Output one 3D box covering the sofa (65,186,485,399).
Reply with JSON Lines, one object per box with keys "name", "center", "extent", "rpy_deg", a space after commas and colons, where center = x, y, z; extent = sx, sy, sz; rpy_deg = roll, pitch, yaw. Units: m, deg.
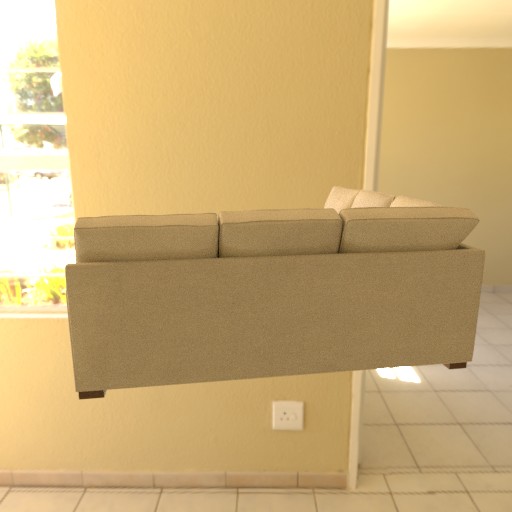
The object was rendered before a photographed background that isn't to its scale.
{"name": "sofa", "center": [0.000, 0.000, 3.336], "extent": [2.189, 0.939, 2.182], "rpy_deg": [-2, 13, -9]}
